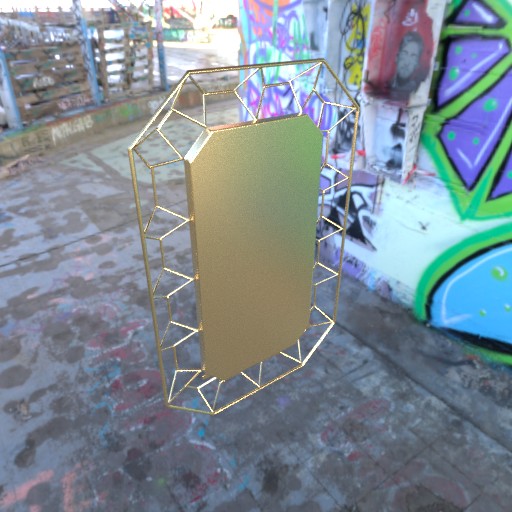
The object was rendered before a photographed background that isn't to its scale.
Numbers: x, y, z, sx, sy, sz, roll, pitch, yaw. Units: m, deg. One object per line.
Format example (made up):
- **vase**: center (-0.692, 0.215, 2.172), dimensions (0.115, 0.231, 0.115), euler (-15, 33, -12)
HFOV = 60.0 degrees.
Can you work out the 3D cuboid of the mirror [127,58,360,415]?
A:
- **mirror**: center (0.000, 0.000, 1.080), dimensions (0.572, 0.870, 0.051), euler (-20, 35, -30)
